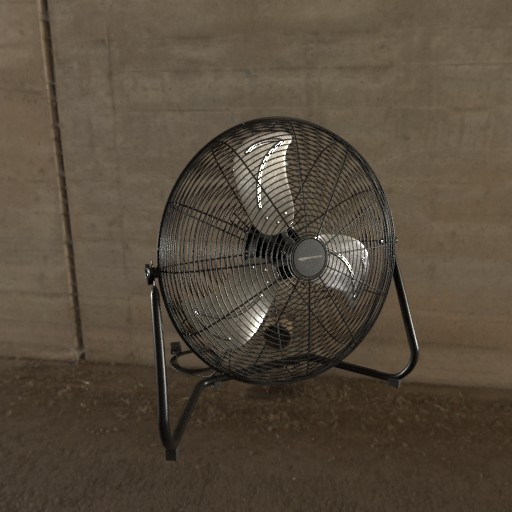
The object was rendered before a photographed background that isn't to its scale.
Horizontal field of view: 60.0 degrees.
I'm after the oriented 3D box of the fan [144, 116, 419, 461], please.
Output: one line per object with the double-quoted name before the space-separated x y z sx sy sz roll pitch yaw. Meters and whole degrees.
"fan" 0.000 0.000 1.018 0.595 0.605 0.470 -7 17 -26
